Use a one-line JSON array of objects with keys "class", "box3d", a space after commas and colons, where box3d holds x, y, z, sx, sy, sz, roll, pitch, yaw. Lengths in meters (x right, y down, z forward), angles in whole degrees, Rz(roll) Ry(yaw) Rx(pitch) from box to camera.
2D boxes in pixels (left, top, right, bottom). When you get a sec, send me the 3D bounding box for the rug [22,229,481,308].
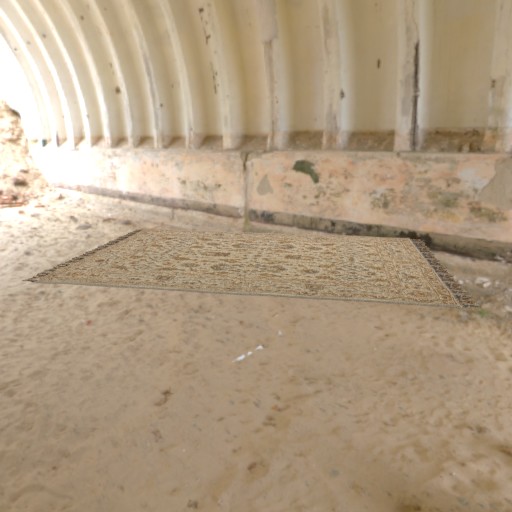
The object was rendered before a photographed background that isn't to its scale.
[{"class": "rug", "box3d": [0.000, 0.000, 3.025, 2.434, 0.027, 1.529, 2, 15, 9]}]
